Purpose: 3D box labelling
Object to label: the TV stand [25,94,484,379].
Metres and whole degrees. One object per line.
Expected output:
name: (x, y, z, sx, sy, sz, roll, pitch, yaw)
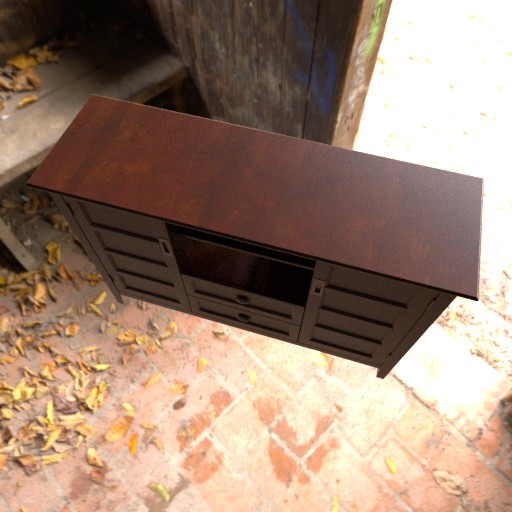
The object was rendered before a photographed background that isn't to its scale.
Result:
TV stand: (0.000, 0.000, 1.778, 1.372, 0.915, 0.445, 15, 60, 9)
